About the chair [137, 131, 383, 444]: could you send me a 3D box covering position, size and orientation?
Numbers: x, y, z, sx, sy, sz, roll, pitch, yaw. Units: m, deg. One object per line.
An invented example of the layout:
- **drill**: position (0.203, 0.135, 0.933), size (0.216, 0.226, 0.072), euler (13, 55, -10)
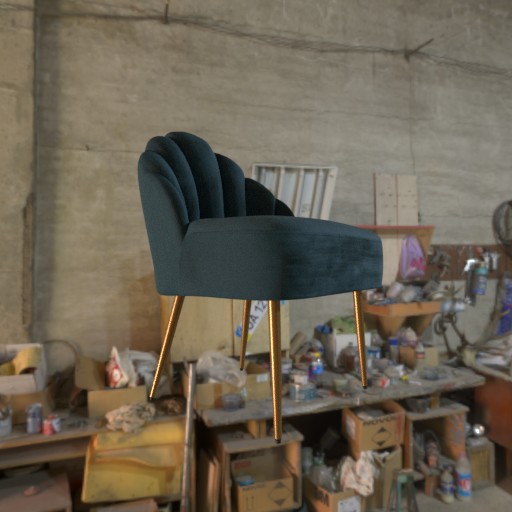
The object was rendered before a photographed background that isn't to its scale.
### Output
- **chair**: position (0.000, 0.000, 1.305), size (0.599, 0.819, 0.657), euler (0, -1, 35)
